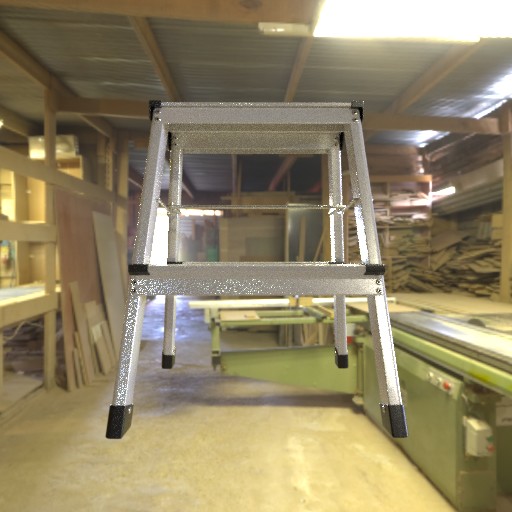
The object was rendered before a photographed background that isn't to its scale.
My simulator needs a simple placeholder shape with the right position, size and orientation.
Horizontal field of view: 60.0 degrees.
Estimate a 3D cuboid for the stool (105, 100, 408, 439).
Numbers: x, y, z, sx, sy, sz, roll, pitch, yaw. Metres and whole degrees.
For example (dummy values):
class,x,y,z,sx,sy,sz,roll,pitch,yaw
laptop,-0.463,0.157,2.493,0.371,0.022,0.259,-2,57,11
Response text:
class,x,y,z,sx,sy,sz,roll,pitch,yaw
stool,0.000,0.000,0.784,0.404,0.480,0.405,0,0,-1
